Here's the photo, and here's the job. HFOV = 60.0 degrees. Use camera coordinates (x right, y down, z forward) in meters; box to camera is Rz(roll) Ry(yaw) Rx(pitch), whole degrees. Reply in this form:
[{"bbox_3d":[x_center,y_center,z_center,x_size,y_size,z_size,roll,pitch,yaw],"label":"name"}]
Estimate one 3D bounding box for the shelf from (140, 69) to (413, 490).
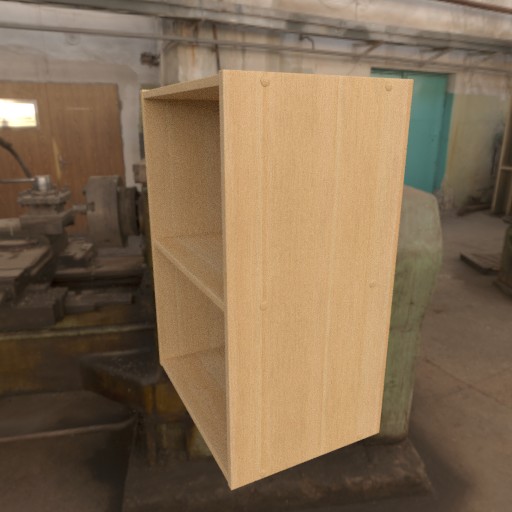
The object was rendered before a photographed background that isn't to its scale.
[{"bbox_3d":[0.000,0.000,0.823,0.290,0.592,0.414,-8,19,-25],"label":"shelf"}]
